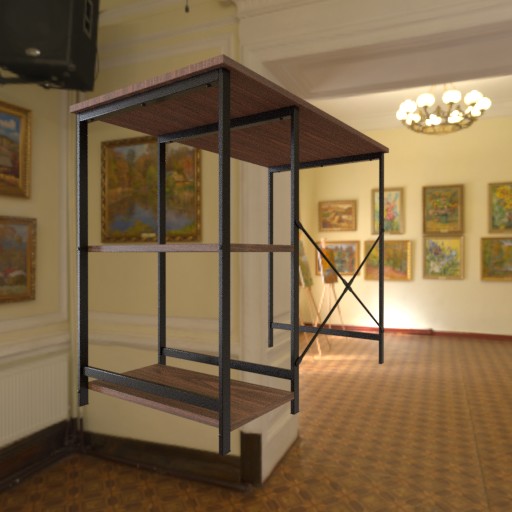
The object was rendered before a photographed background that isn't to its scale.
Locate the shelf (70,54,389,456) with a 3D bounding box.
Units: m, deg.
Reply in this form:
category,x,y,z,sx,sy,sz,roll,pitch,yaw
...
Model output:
category,x,y,z,sx,sy,sz,roll,pitch,yaw
shelf,0.000,0.000,1.329,0.498,0.750,0.902,0,0,36
